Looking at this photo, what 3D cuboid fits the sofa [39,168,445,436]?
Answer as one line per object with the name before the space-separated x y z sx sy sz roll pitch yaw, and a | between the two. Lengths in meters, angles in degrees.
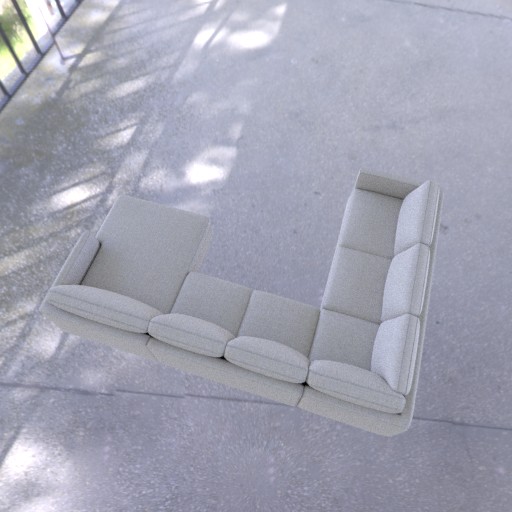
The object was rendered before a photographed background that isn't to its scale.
sofa | 0.000 0.000 4.547 3.403 0.889 2.551 16 63 8
